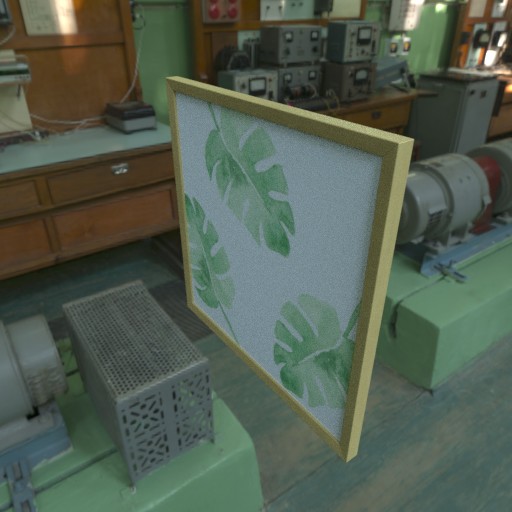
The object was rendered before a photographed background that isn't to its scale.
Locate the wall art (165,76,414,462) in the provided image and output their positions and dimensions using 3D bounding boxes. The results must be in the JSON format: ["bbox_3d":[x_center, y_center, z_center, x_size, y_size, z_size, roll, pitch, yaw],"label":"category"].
[{"bbox_3d":[0.000,0.000,1.126,0.037,0.763,0.763,-21,36,-31],"label":"wall art"}]
